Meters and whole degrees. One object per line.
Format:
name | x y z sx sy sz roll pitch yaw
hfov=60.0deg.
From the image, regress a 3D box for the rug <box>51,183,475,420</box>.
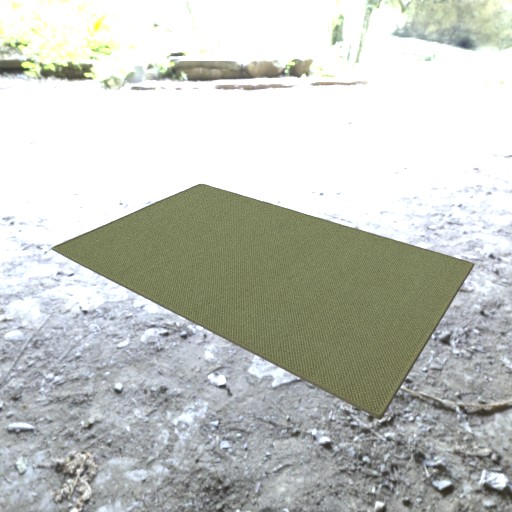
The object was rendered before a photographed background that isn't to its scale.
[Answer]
rug | 0.000 0.000 2.063 1.676 0.013 1.067 21 36 31
